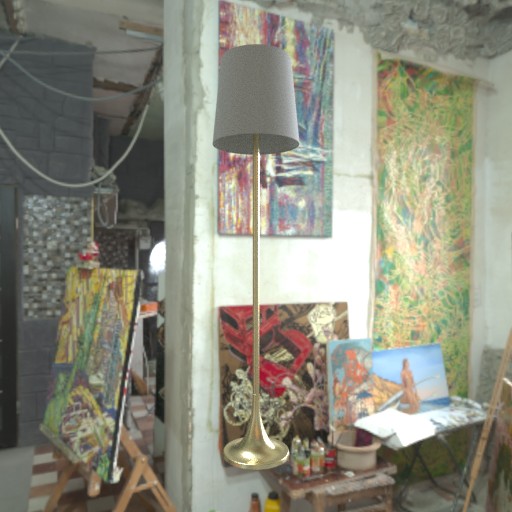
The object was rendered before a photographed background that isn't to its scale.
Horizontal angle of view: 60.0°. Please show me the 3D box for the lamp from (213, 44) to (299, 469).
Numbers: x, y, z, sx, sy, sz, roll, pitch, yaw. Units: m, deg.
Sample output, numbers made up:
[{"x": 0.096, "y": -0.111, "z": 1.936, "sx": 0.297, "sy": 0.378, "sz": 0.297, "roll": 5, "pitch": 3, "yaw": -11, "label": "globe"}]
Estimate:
[{"x": 0.000, "y": 0.000, "z": 1.729, "sx": 0.337, "sy": 1.543, "sz": 0.337, "roll": 0, "pitch": 0, "yaw": 0, "label": "lamp"}]
